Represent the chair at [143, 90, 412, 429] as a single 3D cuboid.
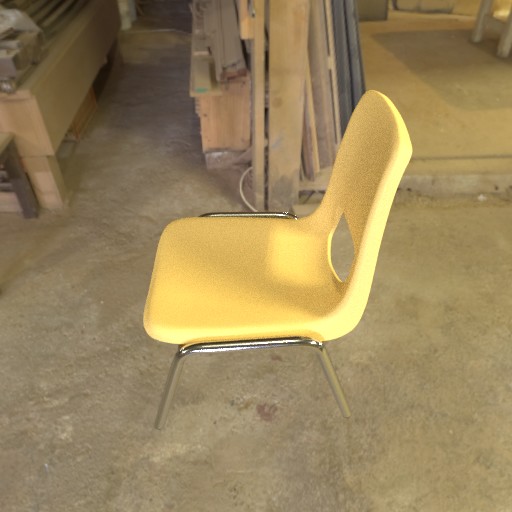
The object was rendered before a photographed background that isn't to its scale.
[{"bbox_3d":[0.000,0.000,0.776,0.385,0.536,0.354,-1,41,-1],"label":"chair"}]
